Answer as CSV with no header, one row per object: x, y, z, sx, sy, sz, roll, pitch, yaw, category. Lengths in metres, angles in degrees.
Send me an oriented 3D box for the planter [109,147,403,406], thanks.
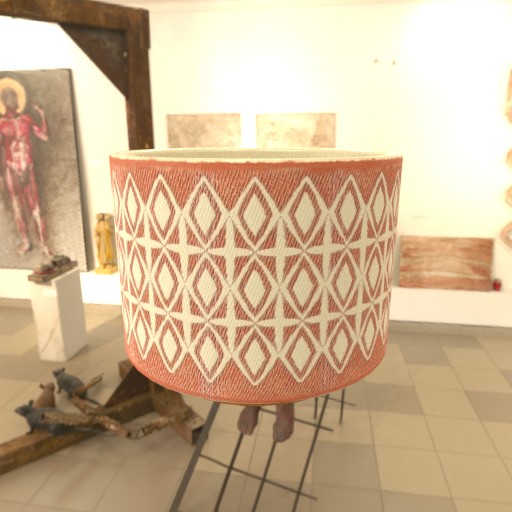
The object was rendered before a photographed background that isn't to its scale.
0.000,0.000,0.323,0.192,0.148,0.192,0,15,0,planter
